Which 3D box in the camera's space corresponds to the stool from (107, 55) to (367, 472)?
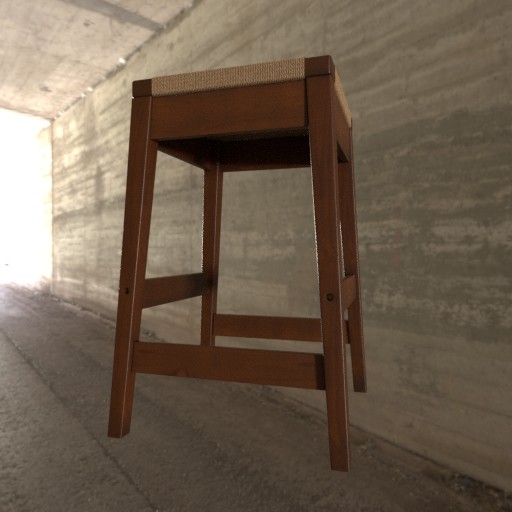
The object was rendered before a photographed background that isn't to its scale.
[{"bbox_3d":[0.000,0.000,1.096,0.507,0.762,0.497,0,1,17],"label":"stool"}]
